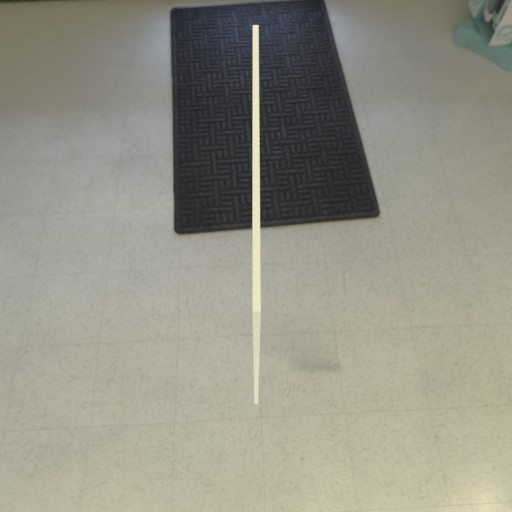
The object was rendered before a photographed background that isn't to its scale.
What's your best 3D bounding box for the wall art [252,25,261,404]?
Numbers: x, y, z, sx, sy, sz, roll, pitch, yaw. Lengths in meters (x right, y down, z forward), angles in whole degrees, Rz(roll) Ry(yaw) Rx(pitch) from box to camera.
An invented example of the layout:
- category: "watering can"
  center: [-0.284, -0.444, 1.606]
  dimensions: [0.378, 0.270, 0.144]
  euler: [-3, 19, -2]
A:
- category: "wall art"
  center: [0.000, 0.000, 1.241]
  dimensions: [0.013, 0.940, 0.659]
  euler: [0, 63, 0]
